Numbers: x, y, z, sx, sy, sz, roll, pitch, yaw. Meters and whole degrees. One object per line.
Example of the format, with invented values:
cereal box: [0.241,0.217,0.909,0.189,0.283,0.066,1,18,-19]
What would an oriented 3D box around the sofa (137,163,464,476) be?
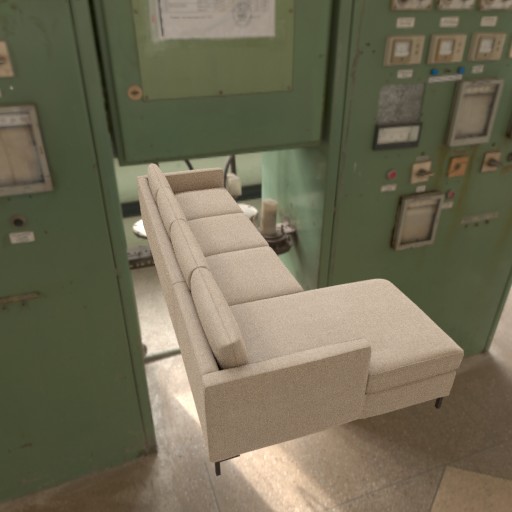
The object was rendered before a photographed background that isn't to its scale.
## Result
sofa: [0.000,0.000,3.442,1.469,0.816,2.923,-10,32,-16]
